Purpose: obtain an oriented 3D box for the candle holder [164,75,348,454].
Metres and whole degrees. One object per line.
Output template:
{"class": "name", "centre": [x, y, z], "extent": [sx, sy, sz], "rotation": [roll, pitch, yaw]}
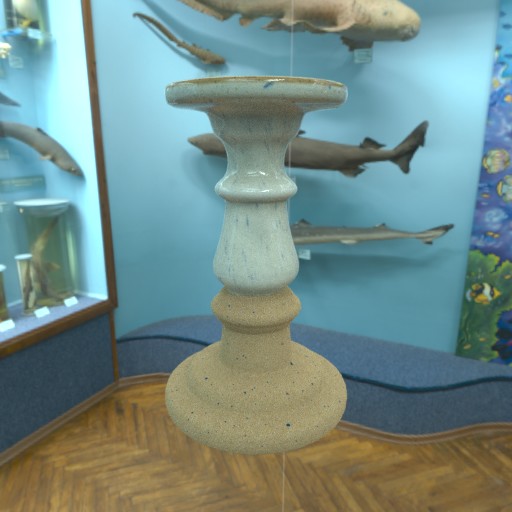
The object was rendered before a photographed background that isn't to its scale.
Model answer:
{"class": "candle holder", "centre": [0.000, 0.000, 0.281], "extent": [0.123, 0.202, 0.123], "rotation": [0, 15, 0]}
